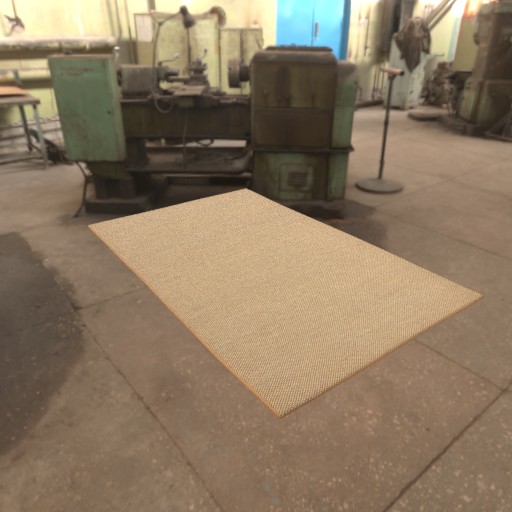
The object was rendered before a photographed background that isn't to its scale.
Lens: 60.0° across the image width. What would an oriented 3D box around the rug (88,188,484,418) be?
[{"bbox_3d":[0.000,0.000,2.110,1.078,0.013,1.678,-19,33,-32],"label":"rug"}]
